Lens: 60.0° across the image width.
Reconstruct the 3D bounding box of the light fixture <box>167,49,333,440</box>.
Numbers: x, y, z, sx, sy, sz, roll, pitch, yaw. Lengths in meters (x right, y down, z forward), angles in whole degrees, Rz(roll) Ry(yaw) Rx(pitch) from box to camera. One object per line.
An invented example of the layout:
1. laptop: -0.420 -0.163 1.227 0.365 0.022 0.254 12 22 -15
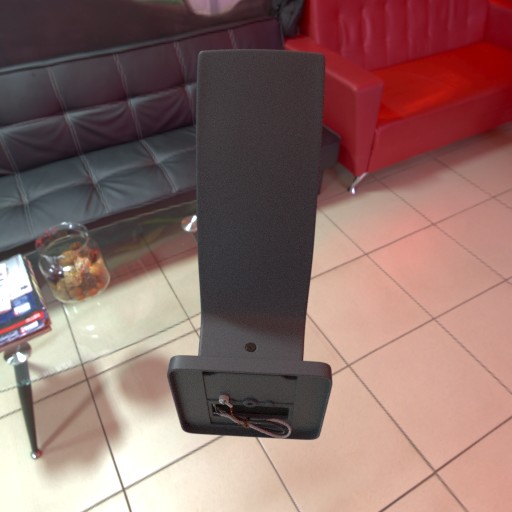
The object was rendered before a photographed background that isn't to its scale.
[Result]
1. light fixture: 0.000 0.000 0.323 0.108 0.243 0.174 2 45 2
